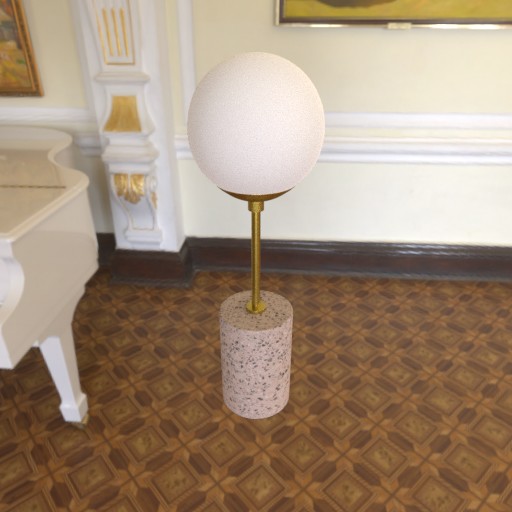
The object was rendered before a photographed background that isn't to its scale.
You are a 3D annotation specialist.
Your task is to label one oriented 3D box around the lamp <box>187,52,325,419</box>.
[{"bbox_3d":[0.000,0.000,0.574,0.153,0.480,0.153,0,28,0],"label":"lamp"}]
